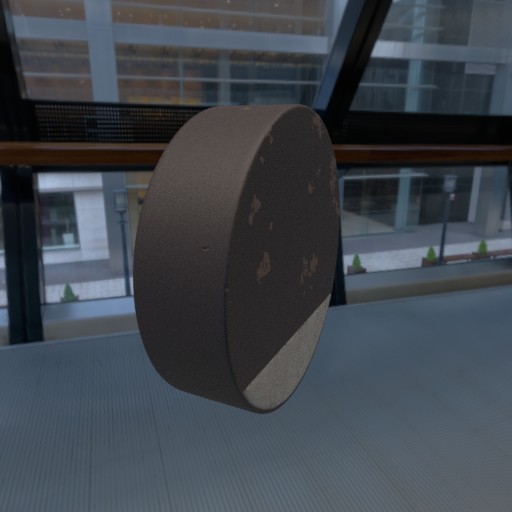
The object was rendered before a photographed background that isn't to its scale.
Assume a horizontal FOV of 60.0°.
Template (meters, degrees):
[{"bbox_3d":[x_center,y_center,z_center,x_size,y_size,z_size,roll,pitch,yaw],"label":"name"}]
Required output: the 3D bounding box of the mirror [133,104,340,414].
[{"bbox_3d":[0.000,0.000,0.599,0.126,0.386,0.386,8,18,25],"label":"mirror"}]
